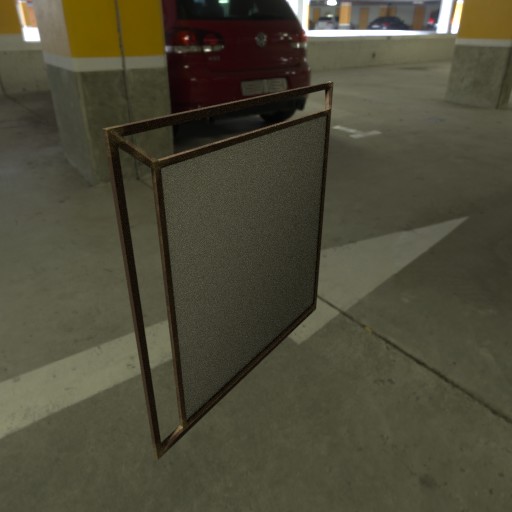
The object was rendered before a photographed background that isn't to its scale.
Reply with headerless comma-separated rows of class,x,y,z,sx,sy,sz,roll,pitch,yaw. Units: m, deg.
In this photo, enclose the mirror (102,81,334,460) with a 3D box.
mirror,0.000,0.000,0.905,0.032,0.610,0.610,19,33,31
